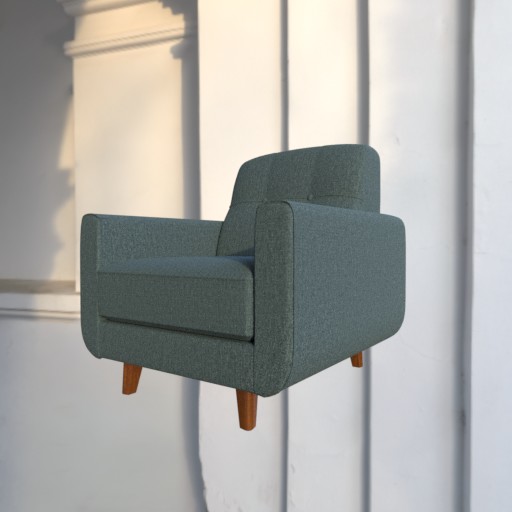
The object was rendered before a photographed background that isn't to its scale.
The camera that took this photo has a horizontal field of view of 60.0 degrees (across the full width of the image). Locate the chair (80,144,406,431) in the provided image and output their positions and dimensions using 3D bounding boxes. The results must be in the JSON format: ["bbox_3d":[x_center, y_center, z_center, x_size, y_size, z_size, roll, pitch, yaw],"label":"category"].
[{"bbox_3d":[0.000,0.000,1.700,0.880,0.940,0.964,1,1,35],"label":"chair"}]
